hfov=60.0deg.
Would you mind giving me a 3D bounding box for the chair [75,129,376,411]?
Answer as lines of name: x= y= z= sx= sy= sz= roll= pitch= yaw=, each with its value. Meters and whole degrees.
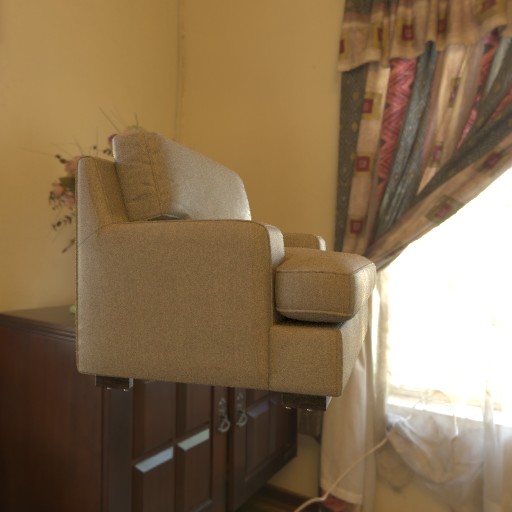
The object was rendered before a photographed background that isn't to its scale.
chair: x=0.000 y=0.000 z=2.038 sx=1.043 sy=0.974 sz=1.270 roll=0 pitch=0 yaw=18
